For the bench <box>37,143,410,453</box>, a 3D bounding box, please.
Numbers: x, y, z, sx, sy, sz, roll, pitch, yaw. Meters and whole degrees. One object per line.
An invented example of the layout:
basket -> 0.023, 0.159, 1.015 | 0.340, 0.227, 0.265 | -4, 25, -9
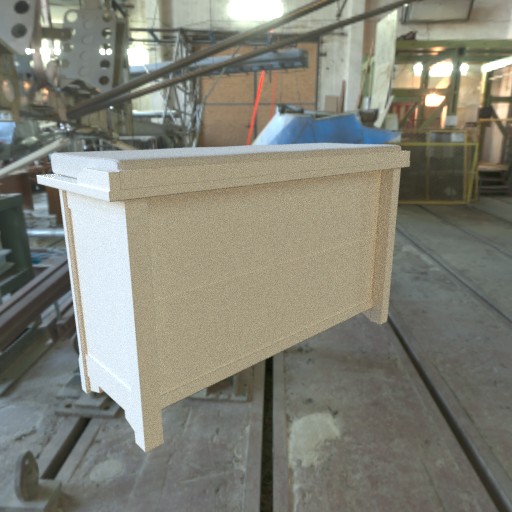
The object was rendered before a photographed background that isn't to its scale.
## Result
bench -> 0.000, 0.000, 1.238 | 0.987, 0.589, 0.346 | -15, 22, -41
